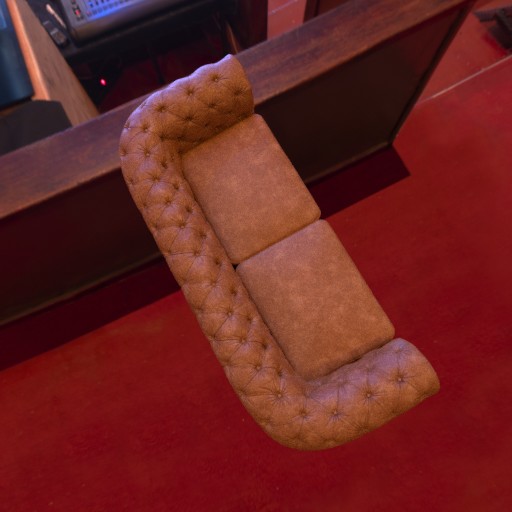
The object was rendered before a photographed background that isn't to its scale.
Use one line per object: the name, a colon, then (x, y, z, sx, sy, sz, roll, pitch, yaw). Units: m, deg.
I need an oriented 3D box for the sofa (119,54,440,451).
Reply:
sofa: (0.000, 0.000, 2.804, 0.989, 0.760, 2.365, -29, 78, -6)
